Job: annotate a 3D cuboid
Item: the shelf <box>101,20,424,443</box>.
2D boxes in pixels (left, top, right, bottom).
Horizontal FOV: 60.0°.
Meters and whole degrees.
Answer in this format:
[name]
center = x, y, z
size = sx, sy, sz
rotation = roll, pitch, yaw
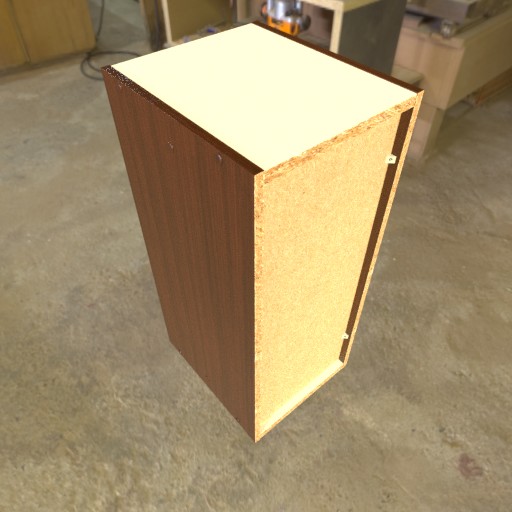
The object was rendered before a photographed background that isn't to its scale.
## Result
[shelf]
center = 0.000, 0.000, 0.735
size = 0.253, 0.600, 0.290
rotation = -32, 54, -27
